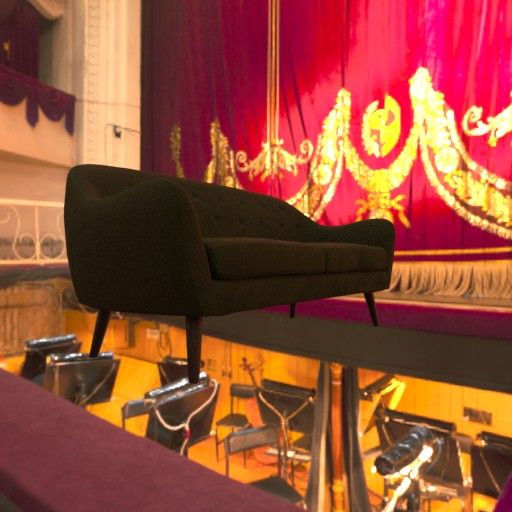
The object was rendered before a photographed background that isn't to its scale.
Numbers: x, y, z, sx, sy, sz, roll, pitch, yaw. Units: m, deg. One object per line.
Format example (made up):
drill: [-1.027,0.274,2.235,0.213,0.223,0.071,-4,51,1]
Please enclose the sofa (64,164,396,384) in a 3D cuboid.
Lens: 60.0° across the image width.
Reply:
sofa: [0.000,0.000,2.262,0.820,0.836,1.840,0,0,38]
